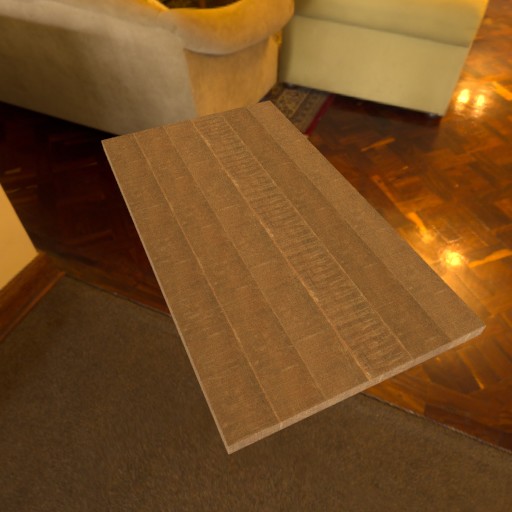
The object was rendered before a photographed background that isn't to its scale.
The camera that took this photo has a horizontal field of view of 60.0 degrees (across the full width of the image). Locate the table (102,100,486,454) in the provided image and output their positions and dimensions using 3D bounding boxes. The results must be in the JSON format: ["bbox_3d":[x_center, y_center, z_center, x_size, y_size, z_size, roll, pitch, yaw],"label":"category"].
[{"bbox_3d":[0.000,0.000,1.738,0.800,0.440,1.400,-19,51,-16],"label":"table"}]
